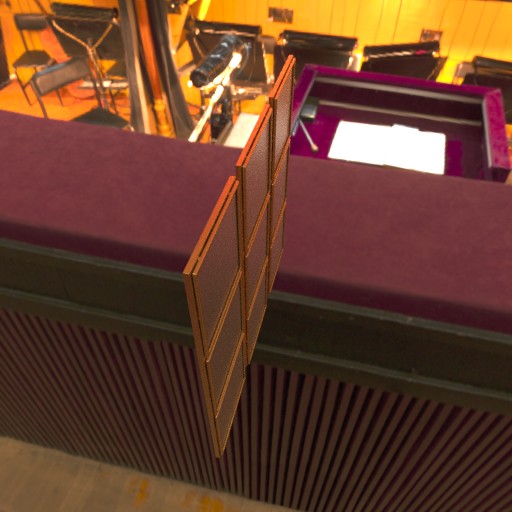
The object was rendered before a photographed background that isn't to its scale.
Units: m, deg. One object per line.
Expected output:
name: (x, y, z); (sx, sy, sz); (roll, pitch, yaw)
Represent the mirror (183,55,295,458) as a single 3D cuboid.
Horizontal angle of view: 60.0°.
mirror: (0.000, 0.000, 1.485); (0.023, 0.926, 1.011); (10, 47, 10)
